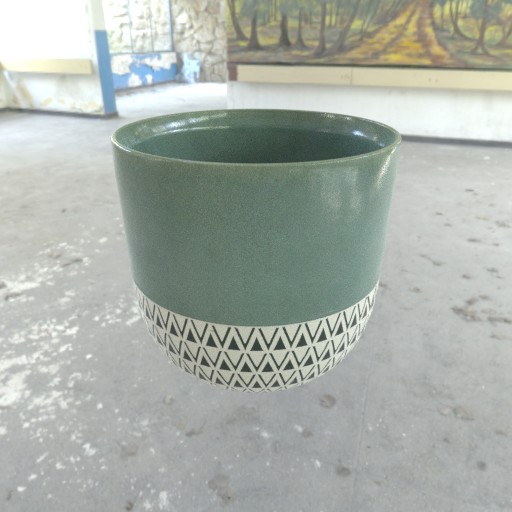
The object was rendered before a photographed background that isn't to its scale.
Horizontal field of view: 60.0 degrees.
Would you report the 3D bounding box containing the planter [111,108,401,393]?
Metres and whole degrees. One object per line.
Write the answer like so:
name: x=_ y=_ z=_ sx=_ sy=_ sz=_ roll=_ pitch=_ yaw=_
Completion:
planter: x=0.000 y=0.000 z=0.481 sx=0.266 sy=0.270 sz=0.266 roll=0 pitch=26 yaw=0
